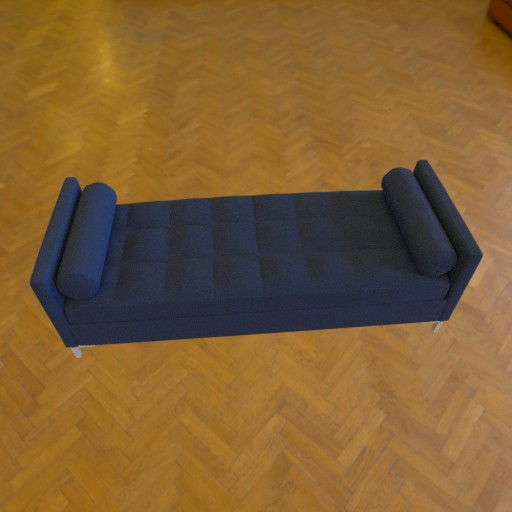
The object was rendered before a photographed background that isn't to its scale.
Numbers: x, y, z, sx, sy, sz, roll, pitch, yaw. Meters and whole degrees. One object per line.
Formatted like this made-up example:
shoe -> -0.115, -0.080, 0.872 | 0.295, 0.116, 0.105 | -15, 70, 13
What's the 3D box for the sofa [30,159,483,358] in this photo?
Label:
sofa -> 0.000, 0.000, 2.500 | 2.102, 0.657, 0.797 | -3, 47, -3
